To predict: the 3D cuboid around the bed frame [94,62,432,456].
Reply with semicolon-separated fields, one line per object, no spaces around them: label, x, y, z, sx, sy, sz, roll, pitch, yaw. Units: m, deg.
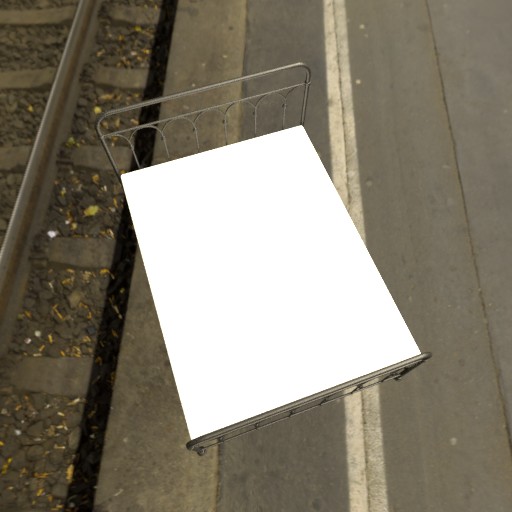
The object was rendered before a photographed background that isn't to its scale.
bed frame;0.000;0.000;3.220;1.664;1.276;2.203;-18;65;-8
